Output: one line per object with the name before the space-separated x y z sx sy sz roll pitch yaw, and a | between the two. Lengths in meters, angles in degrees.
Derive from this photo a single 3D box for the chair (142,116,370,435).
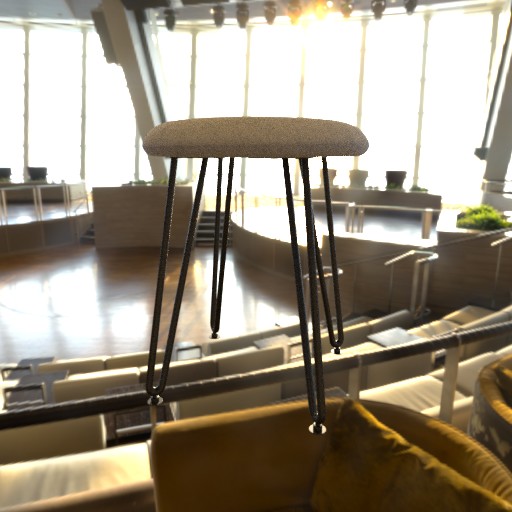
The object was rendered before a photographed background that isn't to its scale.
chair | 0.000 0.000 0.658 0.350 0.386 0.350 -7 16 -28
